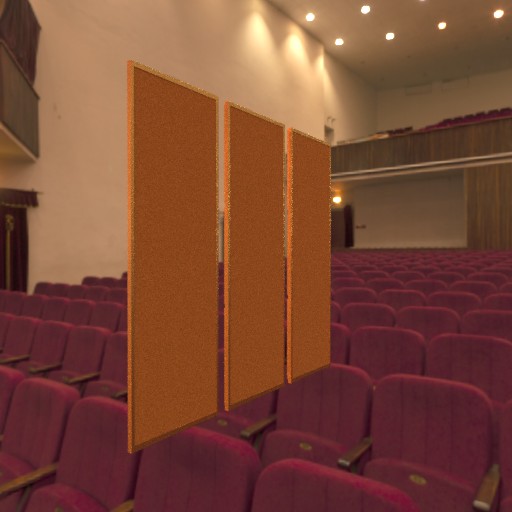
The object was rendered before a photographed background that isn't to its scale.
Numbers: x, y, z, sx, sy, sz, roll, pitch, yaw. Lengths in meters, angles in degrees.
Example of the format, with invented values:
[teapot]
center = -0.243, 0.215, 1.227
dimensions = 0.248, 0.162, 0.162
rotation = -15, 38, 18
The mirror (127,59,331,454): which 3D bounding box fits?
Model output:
[mirror]
center = 0.000, 0.000, 1.453
dimensions = 0.023, 0.926, 1.011
rotation = 0, 1, 37
